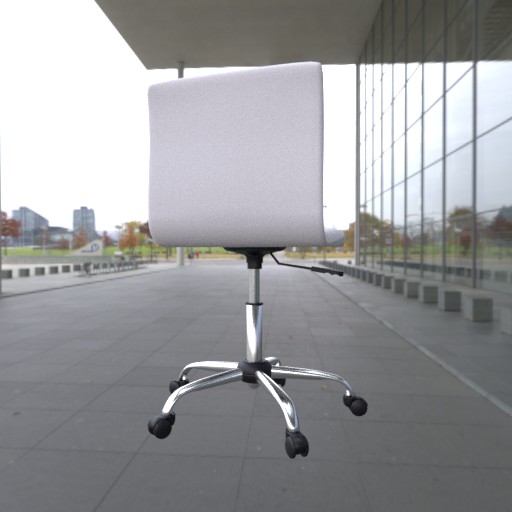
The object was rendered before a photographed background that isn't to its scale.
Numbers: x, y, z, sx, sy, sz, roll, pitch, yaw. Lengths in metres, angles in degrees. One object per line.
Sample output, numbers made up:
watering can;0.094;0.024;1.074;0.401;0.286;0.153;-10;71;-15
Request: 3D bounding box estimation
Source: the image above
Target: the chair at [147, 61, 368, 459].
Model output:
chair;0.000;0.000;1.068;0.520;0.750;0.455;0;1;18
